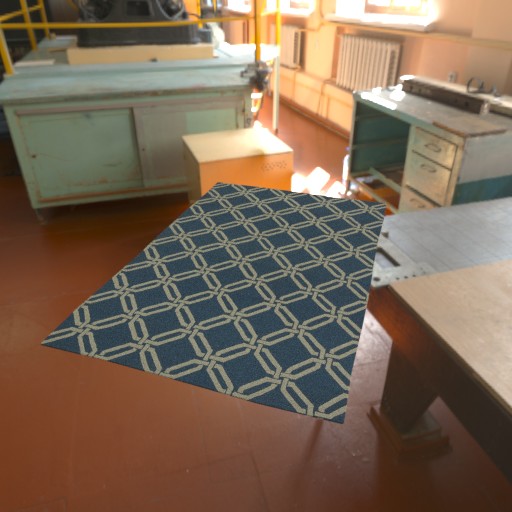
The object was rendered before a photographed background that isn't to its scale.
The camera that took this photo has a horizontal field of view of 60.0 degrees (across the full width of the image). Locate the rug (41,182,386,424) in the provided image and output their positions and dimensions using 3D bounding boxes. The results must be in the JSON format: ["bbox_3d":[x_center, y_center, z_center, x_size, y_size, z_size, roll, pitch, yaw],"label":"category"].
[{"bbox_3d":[0.000,0.000,2.224,1.153,0.010,1.755,10,32,16],"label":"rug"}]
